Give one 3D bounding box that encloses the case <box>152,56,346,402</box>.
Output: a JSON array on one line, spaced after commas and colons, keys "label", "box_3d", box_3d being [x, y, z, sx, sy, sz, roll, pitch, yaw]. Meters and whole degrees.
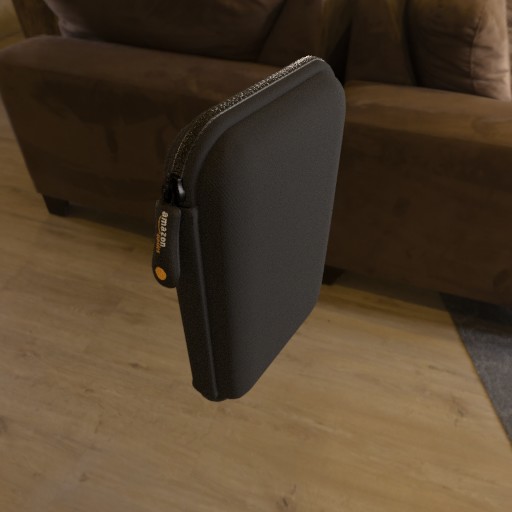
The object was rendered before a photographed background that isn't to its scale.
[{"label": "case", "box_3d": [0.000, 0.000, 0.193, 0.030, 0.147, 0.107, 25, 48, 25]}]
